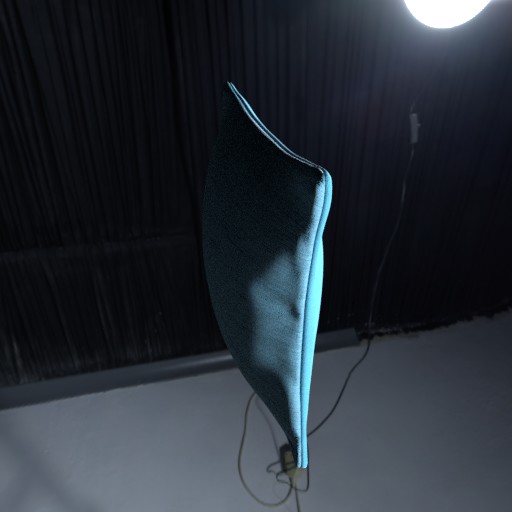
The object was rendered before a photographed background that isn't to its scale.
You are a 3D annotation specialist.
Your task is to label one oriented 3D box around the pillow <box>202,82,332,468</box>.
[{"bbox_3d":[0.000,0.000,0.653,0.151,0.415,0.433,-8,33,-12],"label":"pillow"}]
